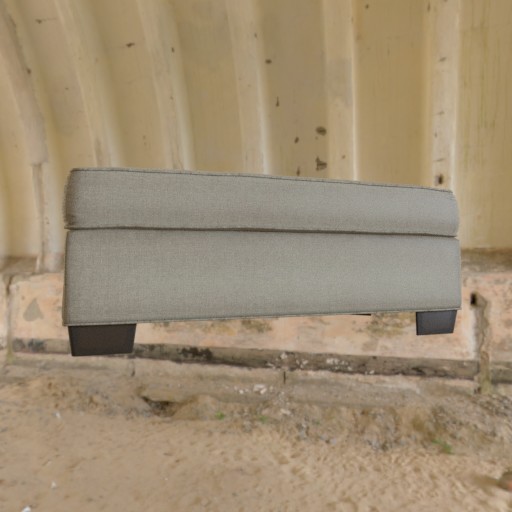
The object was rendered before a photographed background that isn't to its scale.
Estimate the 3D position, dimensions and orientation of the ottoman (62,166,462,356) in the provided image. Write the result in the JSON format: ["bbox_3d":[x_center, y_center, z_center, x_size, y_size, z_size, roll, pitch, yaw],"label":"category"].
[{"bbox_3d":[0.000,0.000,1.425,1.097,0.461,0.617,0,-1,-18],"label":"ottoman"}]
